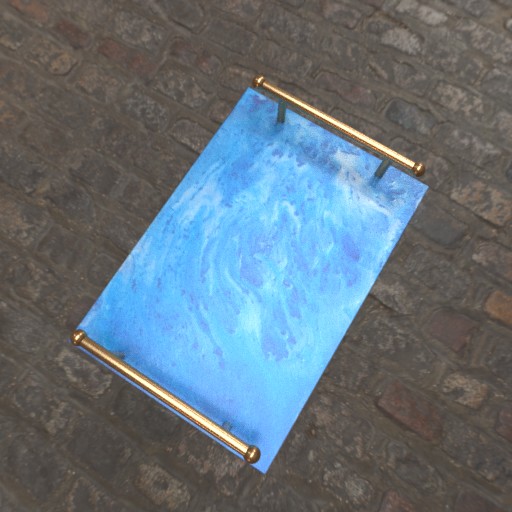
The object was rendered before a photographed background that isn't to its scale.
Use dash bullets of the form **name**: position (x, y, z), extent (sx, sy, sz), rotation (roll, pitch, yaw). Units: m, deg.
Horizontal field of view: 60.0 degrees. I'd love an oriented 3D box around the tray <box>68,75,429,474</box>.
- **tray**: position (0.000, 0.000, 0.577), extent (0.304, 0.084, 0.444), rotation (31, 78, 7)
